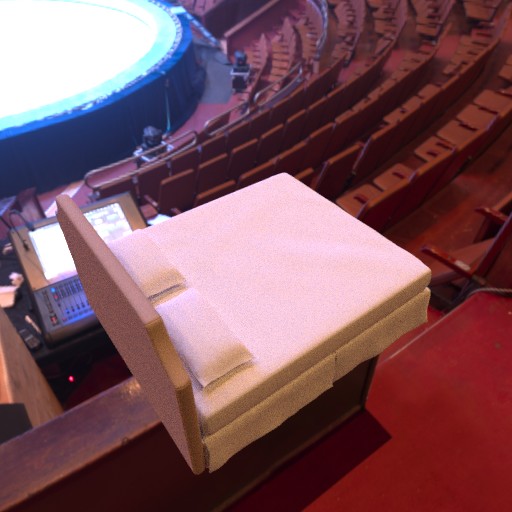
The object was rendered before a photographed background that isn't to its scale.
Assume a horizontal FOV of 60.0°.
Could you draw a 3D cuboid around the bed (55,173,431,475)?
[{"bbox_3d":[0.000,0.000,4.154,2.773,1.590,2.350,-26,48,-26],"label":"bed"}]
